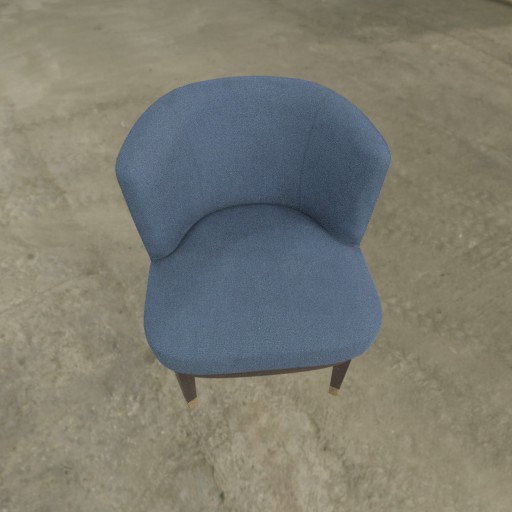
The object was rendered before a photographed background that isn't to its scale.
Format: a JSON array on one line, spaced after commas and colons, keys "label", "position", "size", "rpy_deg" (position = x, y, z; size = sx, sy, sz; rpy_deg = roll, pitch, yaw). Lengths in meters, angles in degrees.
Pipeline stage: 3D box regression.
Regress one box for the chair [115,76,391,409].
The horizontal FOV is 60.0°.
[{"label": "chair", "position": [0.000, 0.000, 1.294], "size": [0.661, 0.760, 0.702], "rpy_deg": [-4, 48, -4]}]
